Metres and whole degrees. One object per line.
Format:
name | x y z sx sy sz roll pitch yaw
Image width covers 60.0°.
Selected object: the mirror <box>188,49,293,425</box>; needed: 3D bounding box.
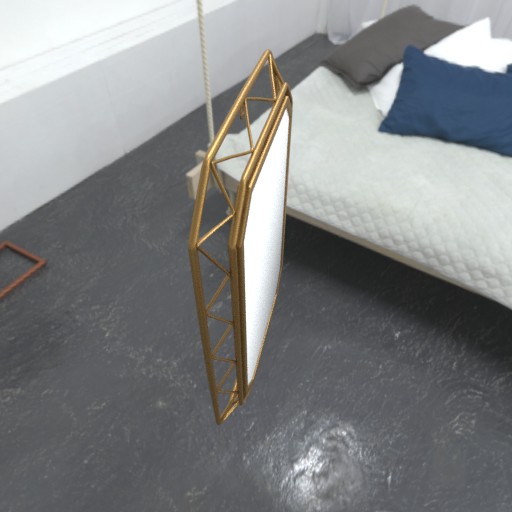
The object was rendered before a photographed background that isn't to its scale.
mirror | 0.000 0.000 0.734 0.042 0.566 0.417 10 48 9
